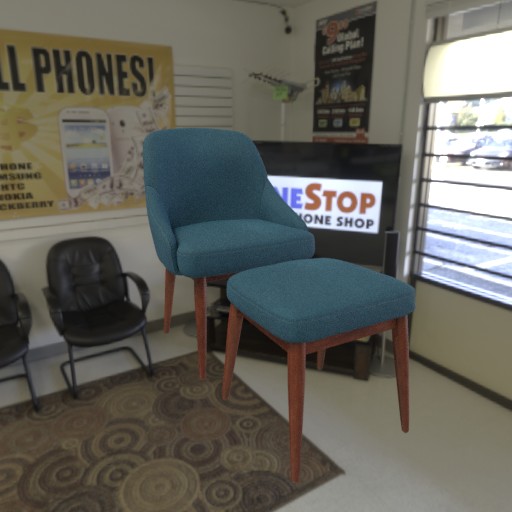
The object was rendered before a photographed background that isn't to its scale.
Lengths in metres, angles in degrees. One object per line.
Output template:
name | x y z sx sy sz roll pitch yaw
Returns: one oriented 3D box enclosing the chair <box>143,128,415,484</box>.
chair | 0.000 0.000 1.555 0.584 0.866 1.114 -9 18 -28
